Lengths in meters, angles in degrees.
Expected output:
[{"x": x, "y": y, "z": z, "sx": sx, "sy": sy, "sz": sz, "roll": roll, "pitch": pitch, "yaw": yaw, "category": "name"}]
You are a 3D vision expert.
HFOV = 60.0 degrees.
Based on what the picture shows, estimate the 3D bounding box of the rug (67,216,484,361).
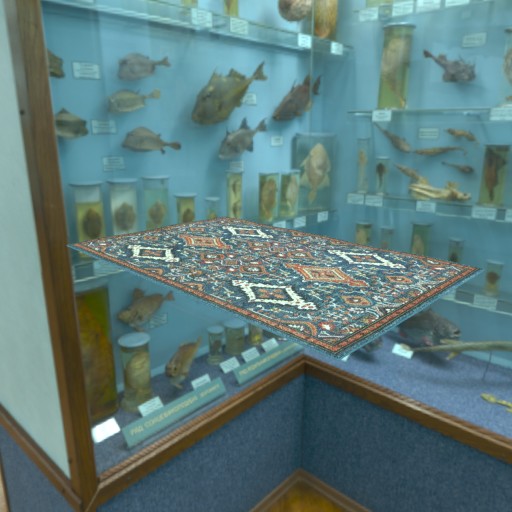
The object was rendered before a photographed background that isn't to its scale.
[{"x": 0.000, "y": 0.000, "z": 2.285, "sx": 1.847, "sy": 0.014, "sz": 1.195, "roll": 15, "pitch": 22, "yaw": 42, "category": "rug"}]
